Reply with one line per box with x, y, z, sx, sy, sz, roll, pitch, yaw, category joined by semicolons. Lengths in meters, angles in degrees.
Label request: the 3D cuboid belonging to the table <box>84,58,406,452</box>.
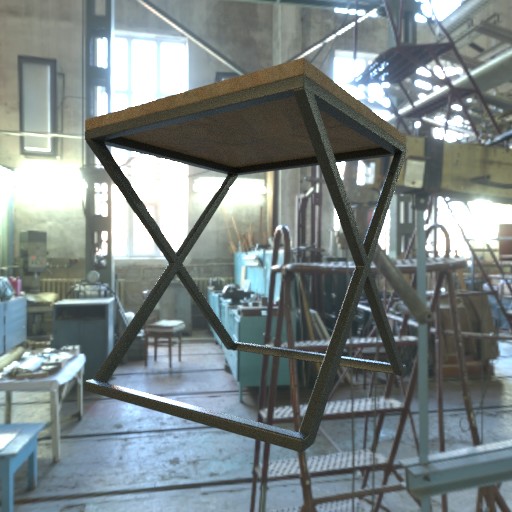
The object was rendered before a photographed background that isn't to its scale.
0.000;0.000;0.954;0.499;0.550;0.498;0;0;35;table
